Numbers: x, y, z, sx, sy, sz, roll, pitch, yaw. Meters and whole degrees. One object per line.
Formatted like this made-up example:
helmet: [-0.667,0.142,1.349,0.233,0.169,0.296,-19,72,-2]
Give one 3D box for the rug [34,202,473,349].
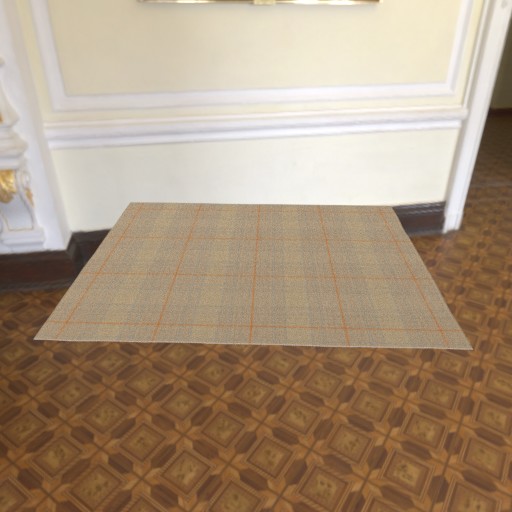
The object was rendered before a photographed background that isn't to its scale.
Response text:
rug: [0.000,0.000,4.122,3.051,0.021,2.448,1,30,2]
